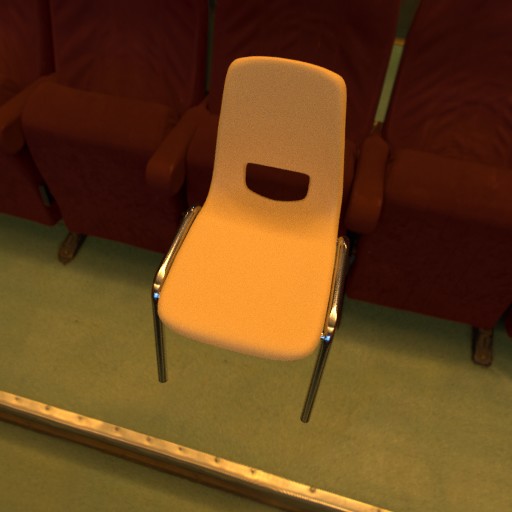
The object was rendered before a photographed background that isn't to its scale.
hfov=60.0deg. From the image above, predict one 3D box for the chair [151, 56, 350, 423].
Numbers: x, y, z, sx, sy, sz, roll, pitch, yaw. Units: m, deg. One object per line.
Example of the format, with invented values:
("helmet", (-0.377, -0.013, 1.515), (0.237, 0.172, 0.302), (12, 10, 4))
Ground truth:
("chair", (0.000, 0.000, 0.854), (0.354, 0.586, 0.423), (13, 58, 8))
